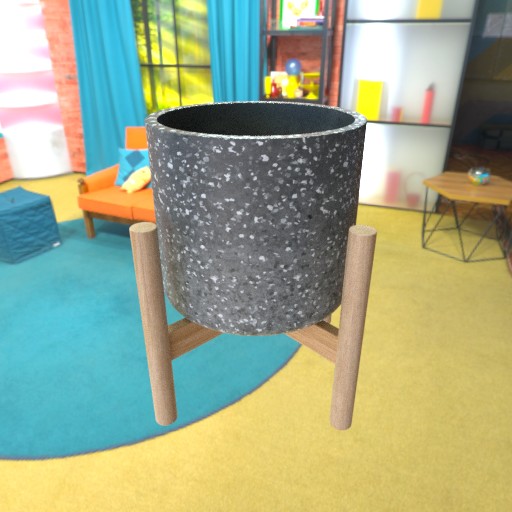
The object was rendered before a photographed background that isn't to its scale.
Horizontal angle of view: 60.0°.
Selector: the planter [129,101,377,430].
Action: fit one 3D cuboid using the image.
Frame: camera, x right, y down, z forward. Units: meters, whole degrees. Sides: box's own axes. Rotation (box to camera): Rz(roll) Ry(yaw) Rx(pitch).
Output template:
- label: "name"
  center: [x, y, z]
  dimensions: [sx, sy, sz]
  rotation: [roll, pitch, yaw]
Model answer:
- label: "planter"
  center: [0.000, 0.000, 0.524]
  dimensions: [0.284, 0.320, 0.284]
  rotation: [-10, 28, -18]
